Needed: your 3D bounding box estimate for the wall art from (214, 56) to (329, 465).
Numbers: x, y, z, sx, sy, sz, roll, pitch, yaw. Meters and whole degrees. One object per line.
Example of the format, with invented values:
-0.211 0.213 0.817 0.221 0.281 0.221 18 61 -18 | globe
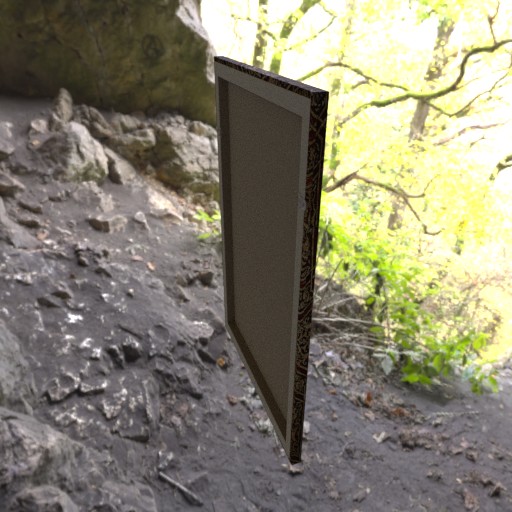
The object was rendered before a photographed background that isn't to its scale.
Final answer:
0.000 0.000 0.767 0.020 0.599 0.397 -10 31 -17 | wall art
